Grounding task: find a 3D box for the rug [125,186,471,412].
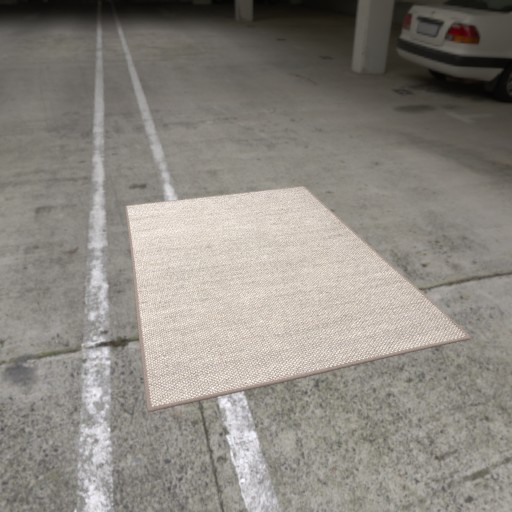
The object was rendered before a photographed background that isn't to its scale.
[{"bbox_3d":[0.000,0.000,2.789,1.517,0.013,2.115,-8,31,-14],"label":"rug"}]
